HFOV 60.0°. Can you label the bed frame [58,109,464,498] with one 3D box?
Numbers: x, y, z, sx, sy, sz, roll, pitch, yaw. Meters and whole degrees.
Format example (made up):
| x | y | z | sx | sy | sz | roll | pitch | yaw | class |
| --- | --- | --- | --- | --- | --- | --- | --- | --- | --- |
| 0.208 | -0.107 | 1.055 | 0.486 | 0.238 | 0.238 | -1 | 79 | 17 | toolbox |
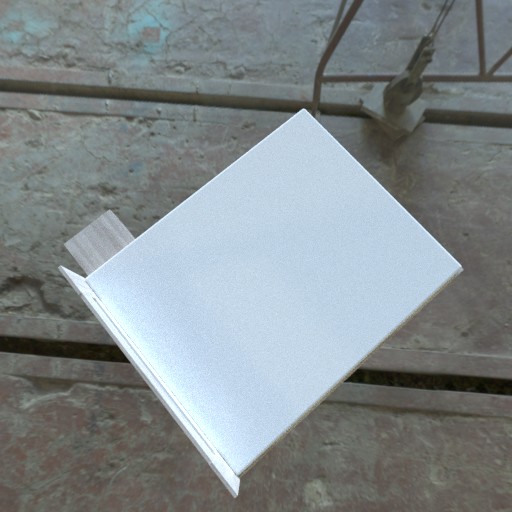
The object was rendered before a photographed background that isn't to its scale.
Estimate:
| x | y | z | sx | sy | sz | roll | pitch | yaw | class |
| --- | --- | --- | --- | --- | --- | --- | --- | --- | --- |
| 0.000 | 0.000 | 3.130 | 2.050 | 0.860 | 2.040 | -40 | 79 | -9 | bed frame |
